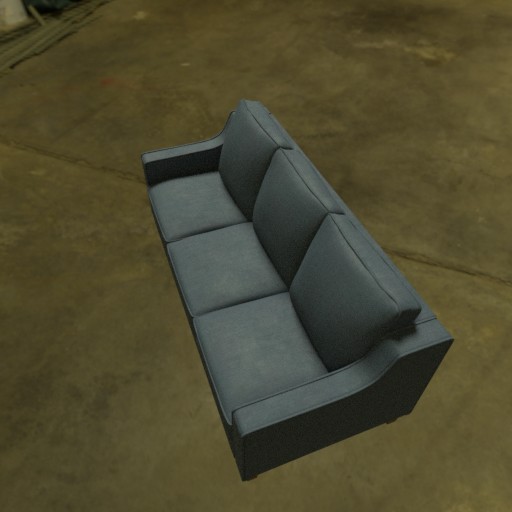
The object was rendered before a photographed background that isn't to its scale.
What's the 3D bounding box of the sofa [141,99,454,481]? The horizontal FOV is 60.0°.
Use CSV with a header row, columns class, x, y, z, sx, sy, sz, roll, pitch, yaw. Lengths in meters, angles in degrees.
class,x,y,z,sx,sy,sz,roll,pitch,yaw
sofa,0.000,0.000,2.490,0.911,0.974,1.986,-15,48,-14
